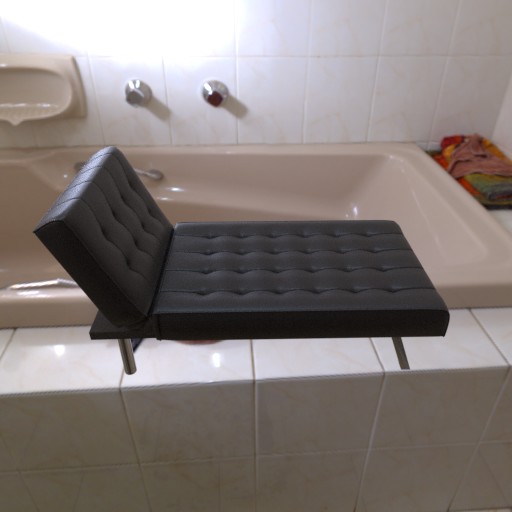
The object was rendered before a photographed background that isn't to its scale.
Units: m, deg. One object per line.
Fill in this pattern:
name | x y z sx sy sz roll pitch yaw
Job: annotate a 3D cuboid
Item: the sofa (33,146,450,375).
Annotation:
sofa | 0.000 0.000 2.037 1.560 0.820 0.760 -1 33 -1
